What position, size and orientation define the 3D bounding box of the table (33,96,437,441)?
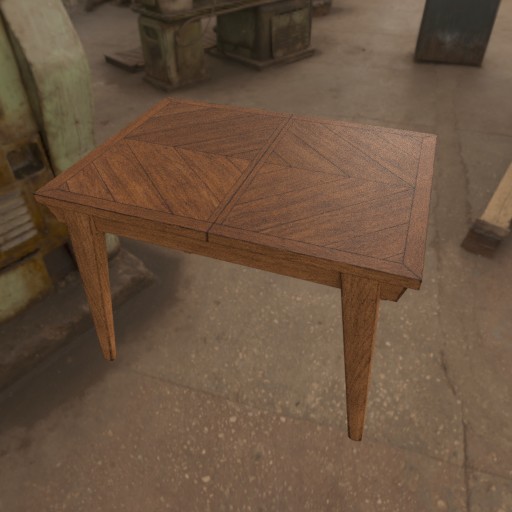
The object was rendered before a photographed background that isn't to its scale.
[{"bbox_3d":[0.000,0.000,1.598,1.027,0.760,0.757,13,42,15],"label":"table"}]
